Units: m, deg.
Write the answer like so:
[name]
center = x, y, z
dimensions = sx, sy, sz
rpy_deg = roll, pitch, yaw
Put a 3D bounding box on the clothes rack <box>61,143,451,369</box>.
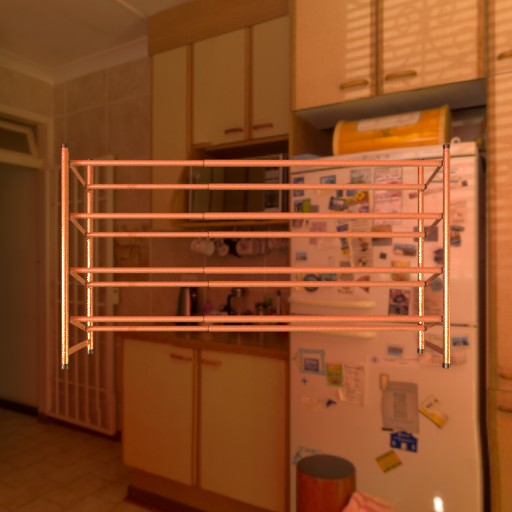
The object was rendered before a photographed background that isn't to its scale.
[clothes rack]
center = 0.000, 0.000, 1.432
dimensions = 1.168, 0.672, 0.229
rpy_deg = 0, 0, 0
